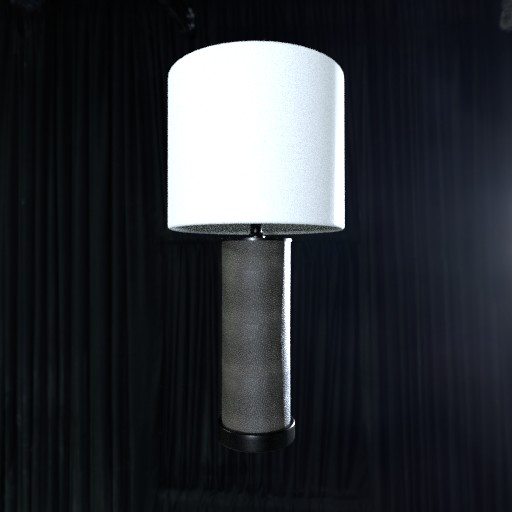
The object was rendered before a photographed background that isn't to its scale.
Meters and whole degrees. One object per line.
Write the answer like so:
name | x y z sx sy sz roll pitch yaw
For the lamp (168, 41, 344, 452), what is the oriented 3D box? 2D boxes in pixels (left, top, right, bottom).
lamp | 0.000 0.000 0.782 0.305 0.634 0.305 0 0 0
